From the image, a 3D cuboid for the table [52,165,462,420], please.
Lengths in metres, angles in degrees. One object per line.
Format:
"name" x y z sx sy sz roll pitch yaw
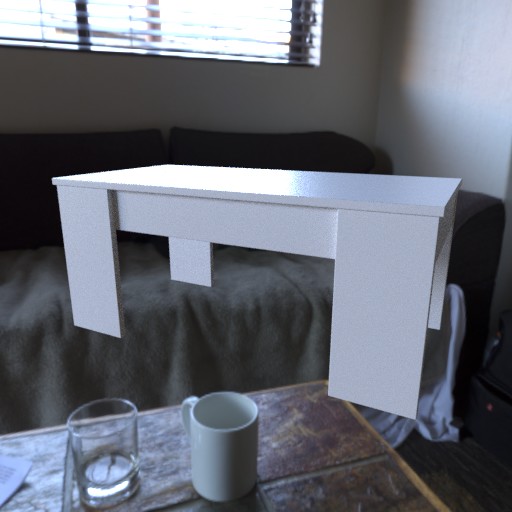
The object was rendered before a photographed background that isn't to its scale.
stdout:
"table" 0.000 0.000 1.267 1.000 0.440 0.500 8 18 26
